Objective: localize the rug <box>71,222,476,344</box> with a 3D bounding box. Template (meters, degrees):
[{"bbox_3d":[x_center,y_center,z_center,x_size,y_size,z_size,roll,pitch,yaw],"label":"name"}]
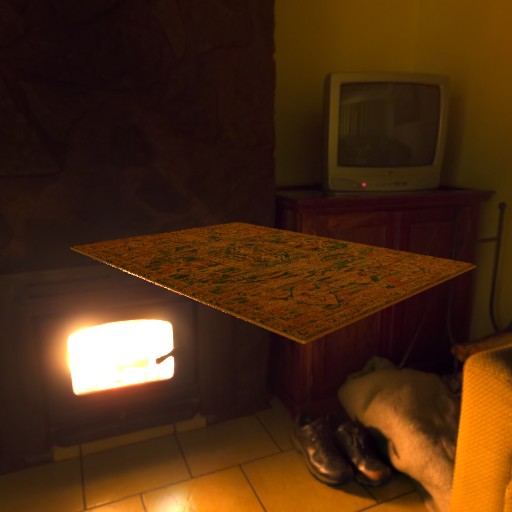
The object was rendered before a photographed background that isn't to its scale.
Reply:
[{"bbox_3d":[0.000,0.000,2.929,1.588,0.024,2.204,-13,18,-42],"label":"rug"}]
